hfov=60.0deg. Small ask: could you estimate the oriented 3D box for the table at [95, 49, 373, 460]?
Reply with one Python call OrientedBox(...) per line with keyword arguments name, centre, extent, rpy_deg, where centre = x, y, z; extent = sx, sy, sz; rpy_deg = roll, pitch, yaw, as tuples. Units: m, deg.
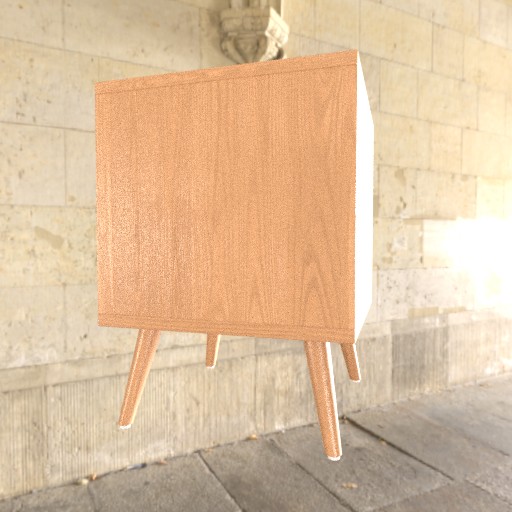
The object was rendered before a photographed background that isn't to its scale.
OrientedBox(name="table", centre=(0.000, 0.000, 0.829), extent=(0.400, 0.550, 0.400), rpy_deg=(1, 2, 18))
